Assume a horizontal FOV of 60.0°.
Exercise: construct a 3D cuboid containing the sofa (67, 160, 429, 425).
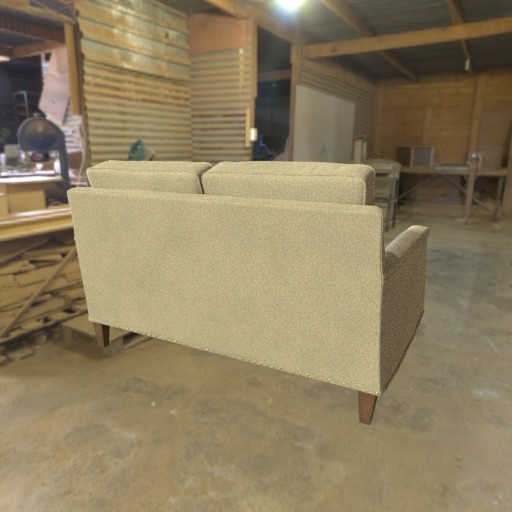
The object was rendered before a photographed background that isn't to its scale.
[{"bbox_3d":[0.000,0.000,2.317,1.597,1.003,1.084,8,16,27],"label":"sofa"}]
